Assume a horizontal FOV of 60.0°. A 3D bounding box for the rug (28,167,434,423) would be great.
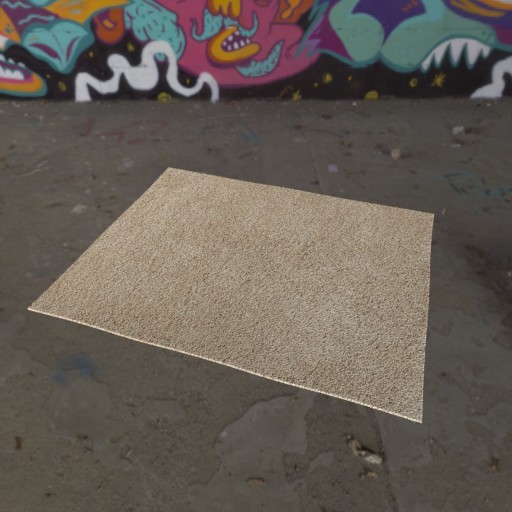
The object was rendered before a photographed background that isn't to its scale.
[{"bbox_3d":[0.000,0.000,4.007,3.000,0.025,2.400,12,42,14],"label":"rug"}]
